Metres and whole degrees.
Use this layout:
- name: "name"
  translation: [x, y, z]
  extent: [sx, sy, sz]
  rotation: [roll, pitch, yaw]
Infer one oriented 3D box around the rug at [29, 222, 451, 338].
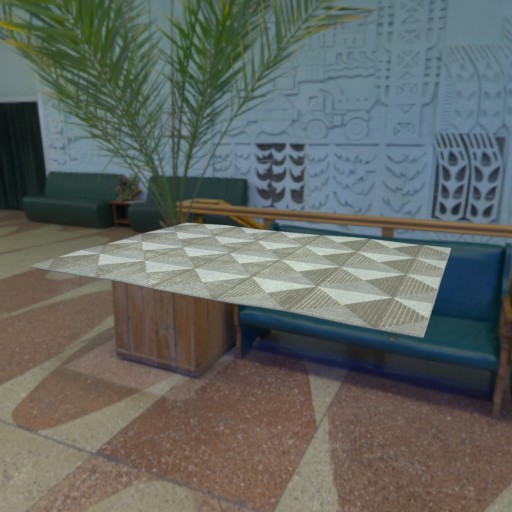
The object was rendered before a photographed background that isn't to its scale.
- name: "rug"
  translation: [0.000, 0.000, 4.284]
  extent: [3.333, 0.027, 2.428]
  rotation: [7, 16, 26]
